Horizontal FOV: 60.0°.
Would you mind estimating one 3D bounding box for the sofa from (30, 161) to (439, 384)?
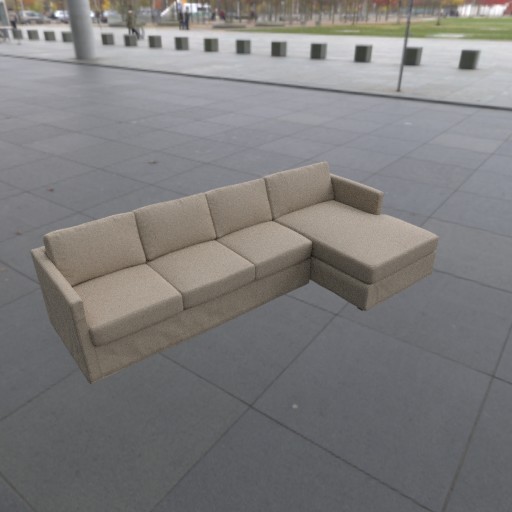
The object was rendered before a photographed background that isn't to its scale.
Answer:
[{"bbox_3d":[0.000,0.000,3.839,3.177,0.867,1.622,-21,35,-33],"label":"sofa"}]
